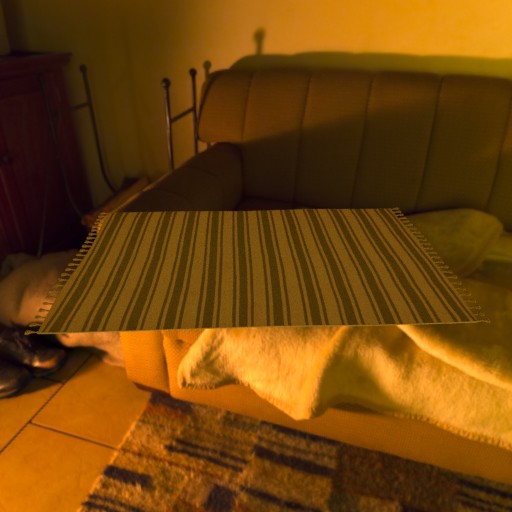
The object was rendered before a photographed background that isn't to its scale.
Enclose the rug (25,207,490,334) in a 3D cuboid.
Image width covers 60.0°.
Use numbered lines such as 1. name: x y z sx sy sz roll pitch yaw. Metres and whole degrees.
1. rug: 0.000 0.000 2.260 1.875 0.013 1.162 -1 30 -2
